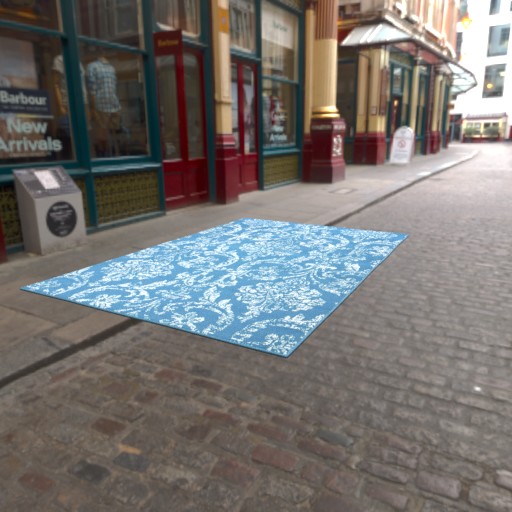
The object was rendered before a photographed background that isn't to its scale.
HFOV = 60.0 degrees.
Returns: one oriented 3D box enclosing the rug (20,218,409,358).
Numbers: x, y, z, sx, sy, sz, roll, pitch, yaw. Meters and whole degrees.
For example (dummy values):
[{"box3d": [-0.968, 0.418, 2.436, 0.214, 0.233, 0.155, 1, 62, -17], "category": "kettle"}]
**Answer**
[{"box3d": [0.000, 0.000, 2.313, 1.211, 0.012, 1.833, 8, 17, 28], "category": "rug"}]
